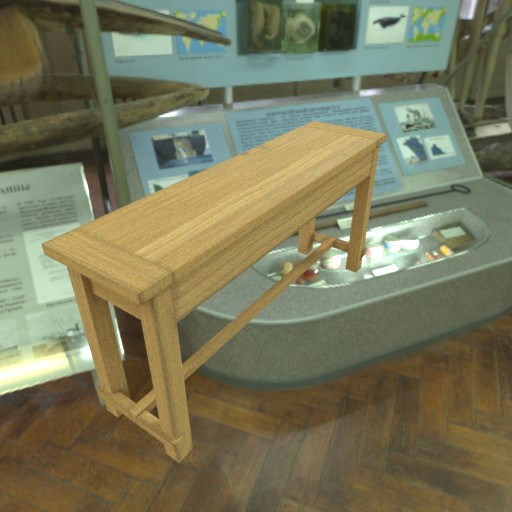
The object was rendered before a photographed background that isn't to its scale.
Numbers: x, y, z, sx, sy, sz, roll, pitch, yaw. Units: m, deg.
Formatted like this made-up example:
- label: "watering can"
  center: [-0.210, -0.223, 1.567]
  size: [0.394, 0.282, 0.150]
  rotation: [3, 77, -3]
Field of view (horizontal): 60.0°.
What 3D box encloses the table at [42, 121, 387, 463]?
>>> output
- label: "table"
  center: [0.000, 0.000, 1.936]
  size: [0.442, 0.762, 1.599]
  rotation: [21, 38, 30]
